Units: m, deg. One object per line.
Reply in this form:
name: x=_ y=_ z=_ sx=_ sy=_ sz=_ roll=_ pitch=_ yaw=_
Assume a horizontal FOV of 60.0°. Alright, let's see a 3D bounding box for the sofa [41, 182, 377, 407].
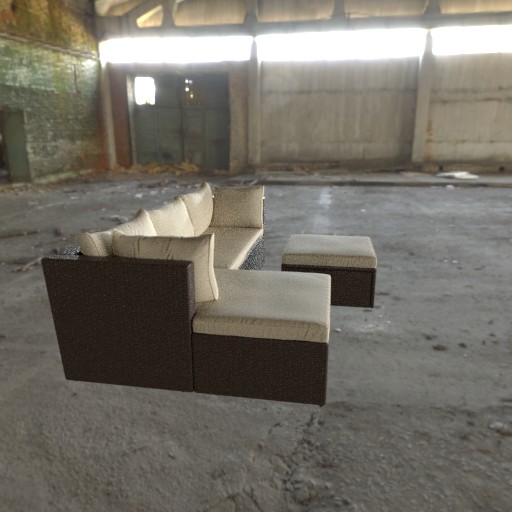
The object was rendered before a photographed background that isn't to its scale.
sofa: x=0.000 y=0.000 z=2.984 sx=1.612 sy=0.766 sz=2.192 roll=3 pitch=16 yaw=10
